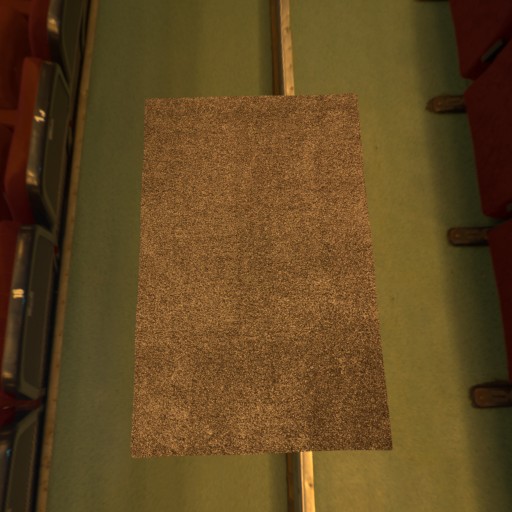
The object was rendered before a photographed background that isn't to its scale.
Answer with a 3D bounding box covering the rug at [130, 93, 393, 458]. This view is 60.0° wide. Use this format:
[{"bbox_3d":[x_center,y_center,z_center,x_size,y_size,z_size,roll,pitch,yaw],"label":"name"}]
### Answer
[{"bbox_3d":[0.000,0.000,2.843,1.501,0.025,2.352,-2,75,0],"label":"rug"}]
